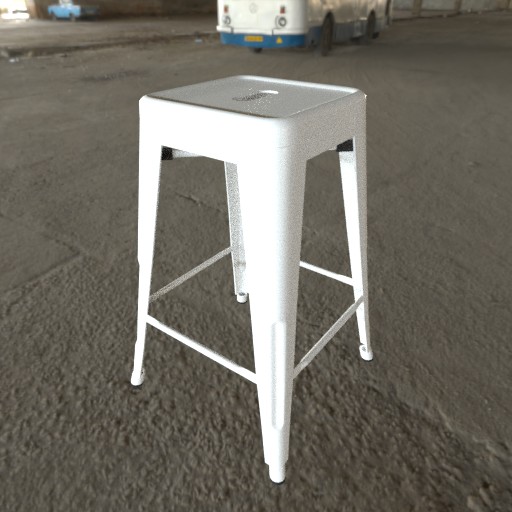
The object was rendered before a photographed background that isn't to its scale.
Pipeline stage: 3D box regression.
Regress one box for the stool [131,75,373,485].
[{"bbox_3d":[0.000,0.000,0.865,0.406,0.610,0.406,21,37,31],"label":"stool"}]
